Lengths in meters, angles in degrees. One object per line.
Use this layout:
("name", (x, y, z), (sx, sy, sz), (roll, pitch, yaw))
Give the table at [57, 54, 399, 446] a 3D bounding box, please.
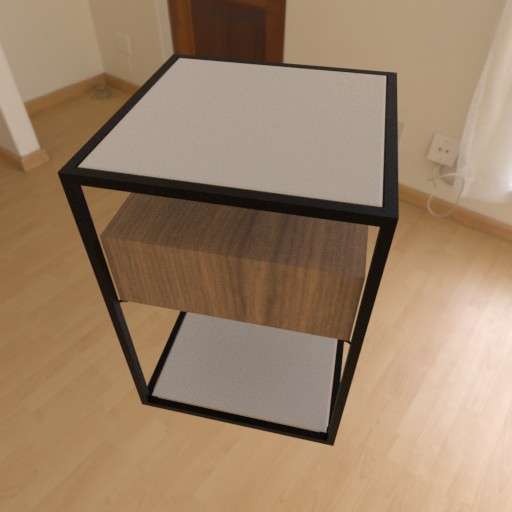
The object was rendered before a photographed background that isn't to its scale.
("table", (0.000, 0.000, 0.793), (0.378, 0.540, 0.378), (9, 45, 9))
